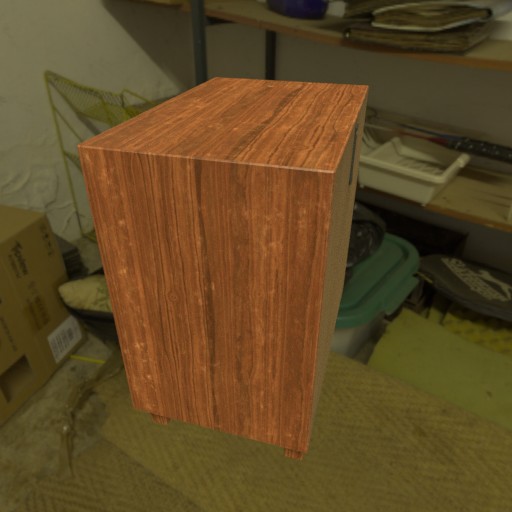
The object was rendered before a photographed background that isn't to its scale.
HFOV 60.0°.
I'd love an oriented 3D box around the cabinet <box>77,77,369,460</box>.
[{"bbox_3d":[0.000,0.000,1.072,0.410,0.695,0.607,9,33,14],"label":"cabinet"}]
